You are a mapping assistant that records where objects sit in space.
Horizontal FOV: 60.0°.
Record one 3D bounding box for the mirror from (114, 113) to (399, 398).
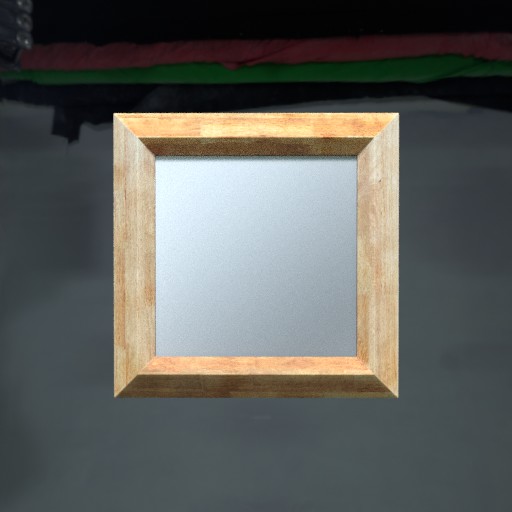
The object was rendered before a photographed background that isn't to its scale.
[{"bbox_3d":[0.000,0.000,0.990,0.651,0.651,0.047,0,0,0],"label":"mirror"}]
